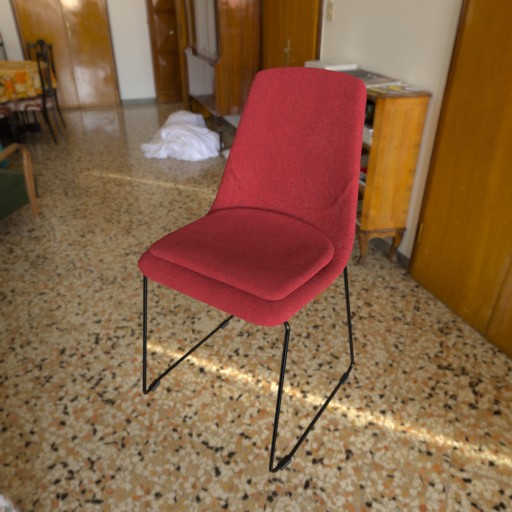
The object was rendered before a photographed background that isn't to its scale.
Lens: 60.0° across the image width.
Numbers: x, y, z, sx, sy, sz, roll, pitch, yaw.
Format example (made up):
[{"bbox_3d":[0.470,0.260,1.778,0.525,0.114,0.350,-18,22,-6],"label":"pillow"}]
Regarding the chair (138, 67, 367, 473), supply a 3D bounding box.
[{"bbox_3d":[0.000,0.000,1.151,0.479,0.858,0.518,19,35,29],"label":"chair"}]
